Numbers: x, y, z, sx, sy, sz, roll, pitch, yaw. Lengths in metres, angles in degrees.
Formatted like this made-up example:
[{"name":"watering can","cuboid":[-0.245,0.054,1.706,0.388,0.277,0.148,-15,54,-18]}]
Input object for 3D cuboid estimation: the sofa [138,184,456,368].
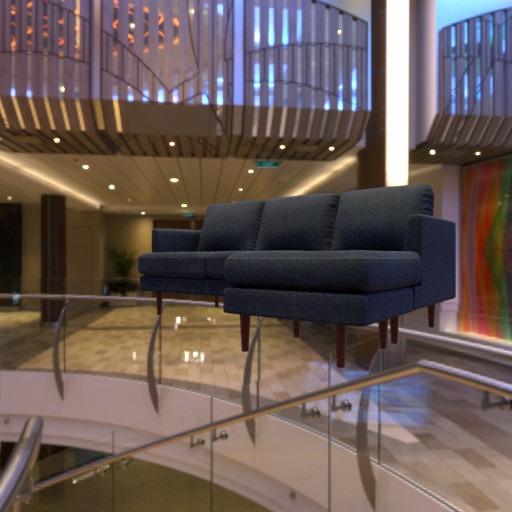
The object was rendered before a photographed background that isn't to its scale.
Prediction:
[{"name":"sofa","cuboid":[0.000,0.000,3.032,2.233,0.956,1.504,0,0,37]}]
